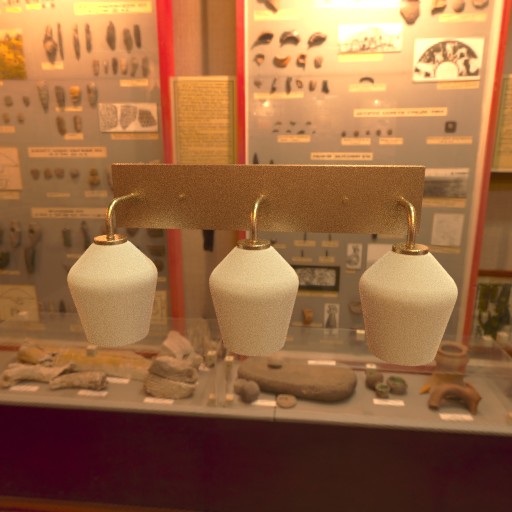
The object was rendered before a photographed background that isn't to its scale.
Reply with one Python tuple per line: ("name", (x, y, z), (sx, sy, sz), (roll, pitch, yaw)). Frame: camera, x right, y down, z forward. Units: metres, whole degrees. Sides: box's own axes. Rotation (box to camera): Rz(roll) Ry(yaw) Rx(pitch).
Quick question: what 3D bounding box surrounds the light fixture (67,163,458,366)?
("light fixture", (0.000, 0.000, 0.716), (0.609, 0.280, 0.190), (2, 15, 7))
